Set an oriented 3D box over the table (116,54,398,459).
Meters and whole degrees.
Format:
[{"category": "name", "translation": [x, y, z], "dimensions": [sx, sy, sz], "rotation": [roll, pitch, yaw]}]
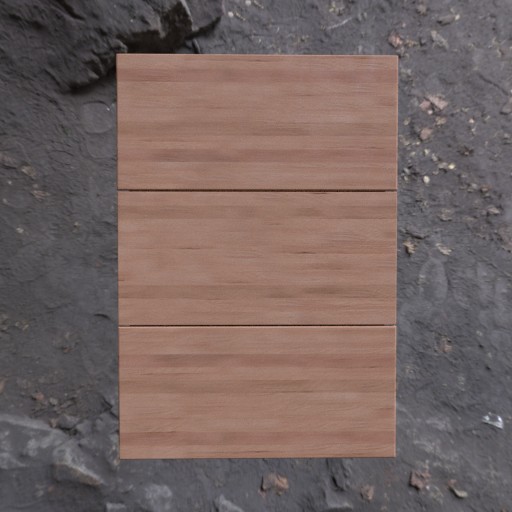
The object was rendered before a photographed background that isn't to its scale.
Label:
[{"category": "table", "translation": [0.000, 0.000, 1.809], "dimensions": [0.900, 0.770, 1.300], "rotation": [0, 91, -1]}]
